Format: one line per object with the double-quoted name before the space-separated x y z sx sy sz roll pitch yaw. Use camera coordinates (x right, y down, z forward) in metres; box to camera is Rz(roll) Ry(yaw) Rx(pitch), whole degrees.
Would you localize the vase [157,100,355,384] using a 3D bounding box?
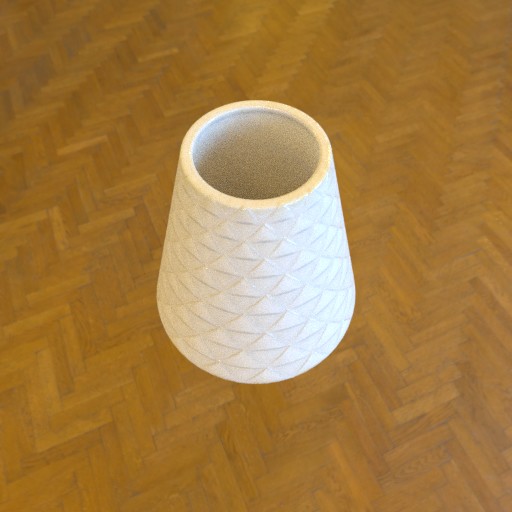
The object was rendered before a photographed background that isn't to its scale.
"vase" 0.000 0.000 0.353 0.175 0.230 0.175 0 58 0
